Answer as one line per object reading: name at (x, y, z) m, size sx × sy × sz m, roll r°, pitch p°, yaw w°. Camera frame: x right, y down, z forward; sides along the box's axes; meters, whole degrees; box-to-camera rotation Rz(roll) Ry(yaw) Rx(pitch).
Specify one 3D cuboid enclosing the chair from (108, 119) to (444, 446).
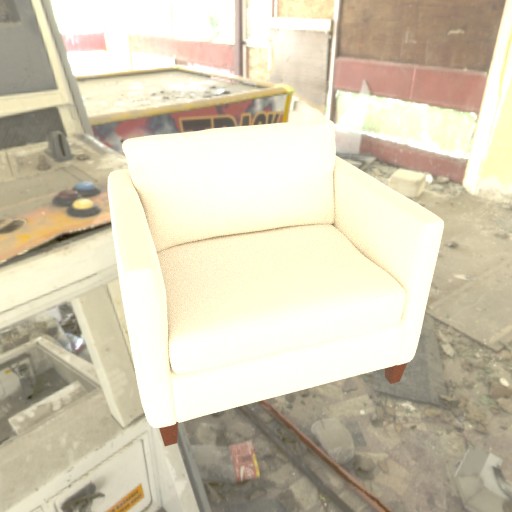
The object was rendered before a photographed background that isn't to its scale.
chair at (0.000, 0.000, 1.717) m, size 1.019 × 0.885 × 0.878 m, roll -9°, pitch 31°, yaw -16°
